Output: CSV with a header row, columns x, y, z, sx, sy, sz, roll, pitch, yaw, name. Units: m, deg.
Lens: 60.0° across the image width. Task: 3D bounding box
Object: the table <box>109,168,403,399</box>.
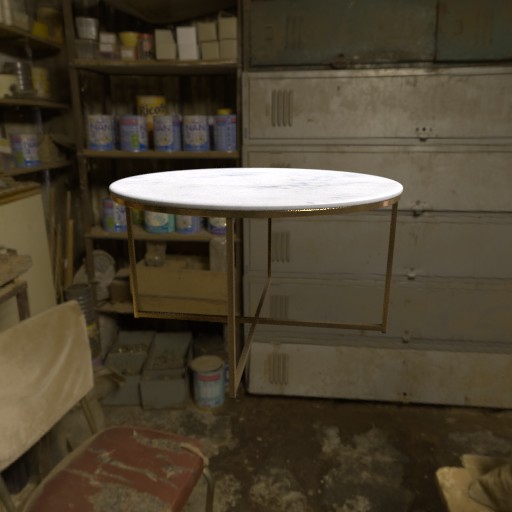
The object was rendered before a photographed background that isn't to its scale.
x,y,z,sx,sy,sz,roll,pitch,yaw,name
0.000,0.000,1.328,0.800,0.450,0.800,0,16,0,table
